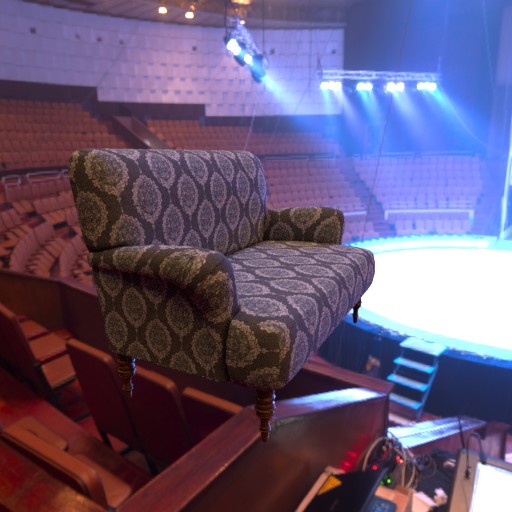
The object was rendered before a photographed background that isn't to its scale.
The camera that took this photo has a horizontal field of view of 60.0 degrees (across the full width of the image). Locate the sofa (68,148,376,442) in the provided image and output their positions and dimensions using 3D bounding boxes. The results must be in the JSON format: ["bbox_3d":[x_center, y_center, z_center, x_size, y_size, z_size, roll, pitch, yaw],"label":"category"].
[{"bbox_3d":[0.000,0.000,1.851,0.779,0.867,1.297,6,14,26],"label":"sofa"}]
